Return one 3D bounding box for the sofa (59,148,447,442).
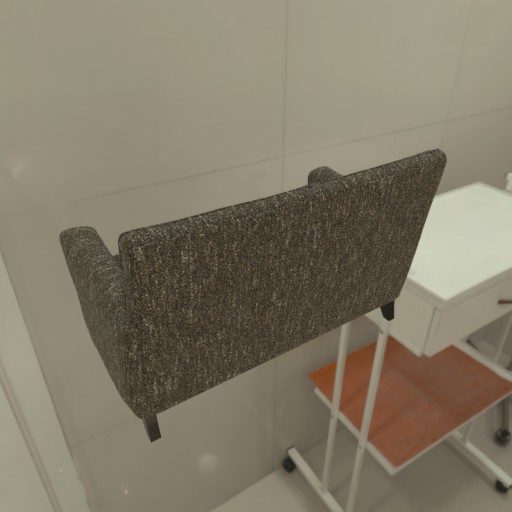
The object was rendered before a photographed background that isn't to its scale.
[{"bbox_3d":[0.000,0.000,2.056,1.519,0.946,0.801,-19,36,-28],"label":"sofa"}]
